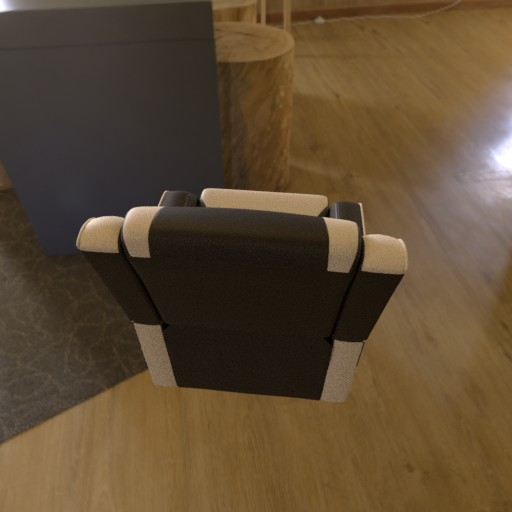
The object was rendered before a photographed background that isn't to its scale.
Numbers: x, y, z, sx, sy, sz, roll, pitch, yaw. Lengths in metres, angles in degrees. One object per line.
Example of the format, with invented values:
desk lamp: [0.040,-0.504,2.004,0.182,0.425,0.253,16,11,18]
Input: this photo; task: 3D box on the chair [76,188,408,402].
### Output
chair: [0.000,0.000,1.284,0.620,0.805,0.672,4,47,4]
